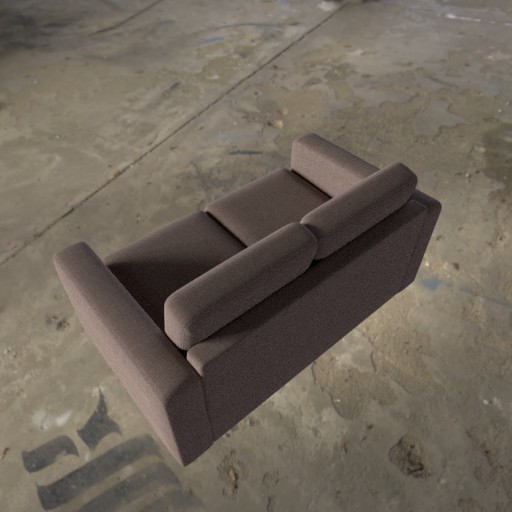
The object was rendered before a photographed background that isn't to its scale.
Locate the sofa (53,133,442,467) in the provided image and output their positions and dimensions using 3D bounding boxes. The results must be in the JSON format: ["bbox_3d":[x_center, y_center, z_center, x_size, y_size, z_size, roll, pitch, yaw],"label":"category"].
[{"bbox_3d":[0.000,0.000,2.044,1.520,0.800,0.900,-31,53,-27],"label":"sofa"}]
